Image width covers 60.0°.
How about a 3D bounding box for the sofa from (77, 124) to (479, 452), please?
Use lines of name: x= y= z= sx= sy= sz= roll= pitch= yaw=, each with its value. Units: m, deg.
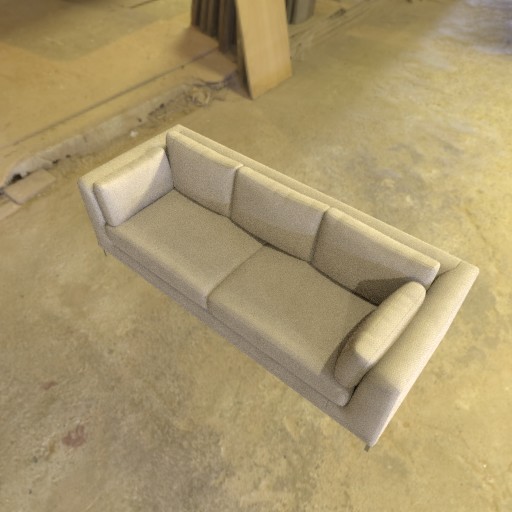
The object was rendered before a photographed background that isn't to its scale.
sofa: x=0.000 y=0.000 z=2.941 sx=2.415 sy=0.867 sz=0.969 roll=31 pitch=54 yaw=26
